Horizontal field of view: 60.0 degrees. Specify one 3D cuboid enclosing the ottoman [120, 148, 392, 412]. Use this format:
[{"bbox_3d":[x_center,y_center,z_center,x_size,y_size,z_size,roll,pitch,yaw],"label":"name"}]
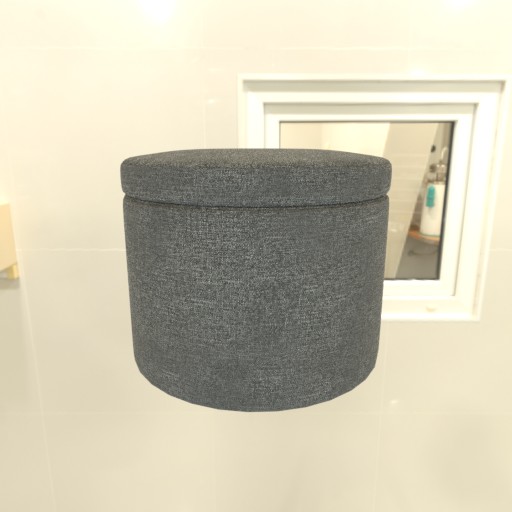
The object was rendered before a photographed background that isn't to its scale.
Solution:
[{"bbox_3d":[0.000,0.000,0.892,0.500,0.419,0.500,0,14,0],"label":"ottoman"}]
